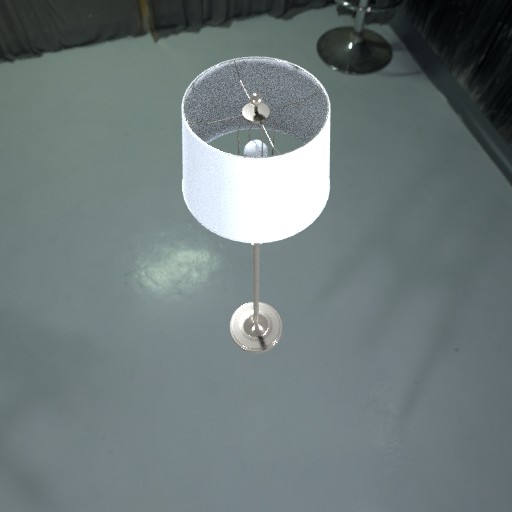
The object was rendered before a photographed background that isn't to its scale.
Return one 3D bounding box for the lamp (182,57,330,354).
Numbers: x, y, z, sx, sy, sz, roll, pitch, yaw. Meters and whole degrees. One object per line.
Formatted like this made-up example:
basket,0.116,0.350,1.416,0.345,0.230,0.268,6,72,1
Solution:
lamp,0.000,0.000,1.674,0.431,1.488,0.431,0,60,0
